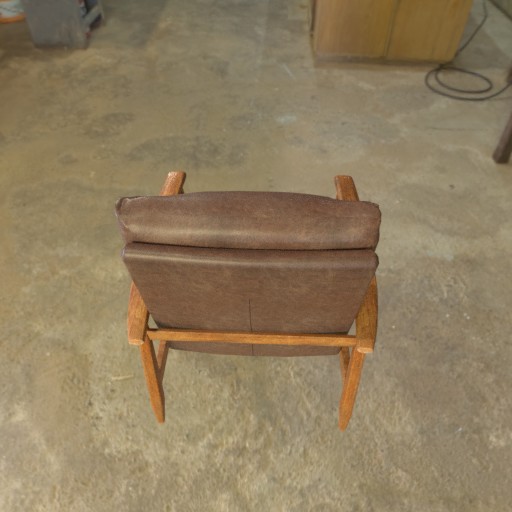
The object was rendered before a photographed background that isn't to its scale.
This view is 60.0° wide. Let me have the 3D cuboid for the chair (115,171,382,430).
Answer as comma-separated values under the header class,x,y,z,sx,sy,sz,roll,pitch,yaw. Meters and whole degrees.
class,x,y,z,sx,sy,sz,roll,pitch,yaw
chair,0.000,0.000,1.542,0.782,0.897,0.830,2,45,2
